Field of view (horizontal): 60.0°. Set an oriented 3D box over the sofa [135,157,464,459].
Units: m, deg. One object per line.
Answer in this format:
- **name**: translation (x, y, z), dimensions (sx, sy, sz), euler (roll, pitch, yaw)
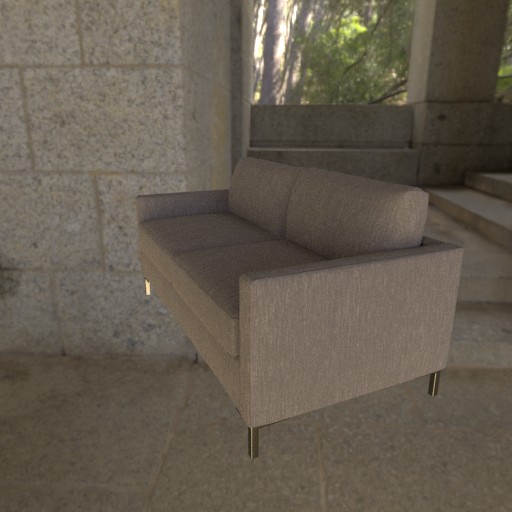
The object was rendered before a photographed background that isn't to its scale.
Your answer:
- **sofa**: translation (0.000, 0.000, 2.167), dimensions (0.875, 0.840, 1.682), euler (-8, 19, -24)
